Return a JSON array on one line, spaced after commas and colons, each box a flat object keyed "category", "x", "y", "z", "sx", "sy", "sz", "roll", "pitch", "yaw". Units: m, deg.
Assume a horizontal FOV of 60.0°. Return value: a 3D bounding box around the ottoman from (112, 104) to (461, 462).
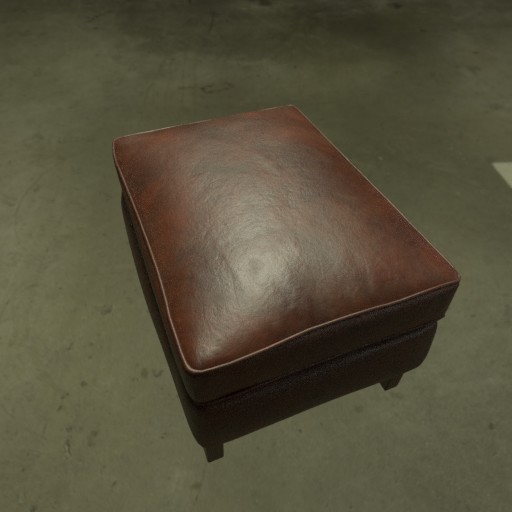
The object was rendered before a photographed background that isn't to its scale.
[{"category": "ottoman", "x": 0.000, "y": 0.000, "z": 0.968, "sx": 0.501, "sy": 0.432, "sz": 0.665, "roll": -16, "pitch": 47, "yaw": -15}]
